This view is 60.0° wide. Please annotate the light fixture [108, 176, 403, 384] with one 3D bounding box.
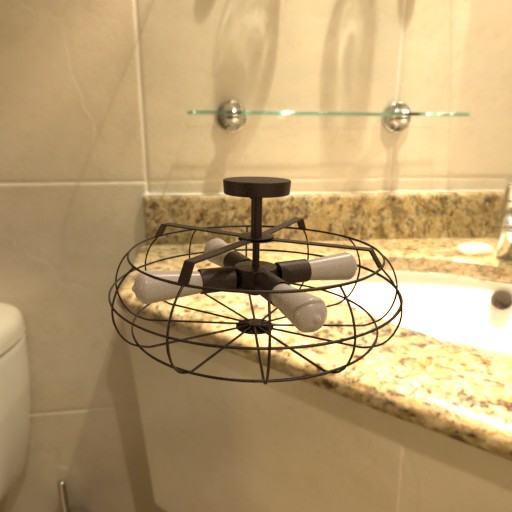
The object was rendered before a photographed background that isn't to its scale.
[{"bbox_3d":[0.000,0.000,0.902,0.582,0.311,0.582,0,16,0],"label":"light fixture"}]
